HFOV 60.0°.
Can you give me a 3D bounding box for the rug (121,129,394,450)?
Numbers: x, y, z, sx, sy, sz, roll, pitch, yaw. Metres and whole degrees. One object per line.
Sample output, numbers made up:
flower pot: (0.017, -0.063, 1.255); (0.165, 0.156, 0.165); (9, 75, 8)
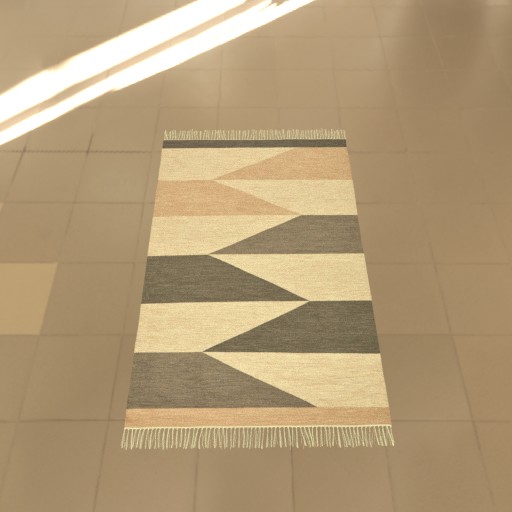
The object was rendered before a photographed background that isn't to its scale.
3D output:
rug: (0.000, 0.000, 2.495); (1.224, 0.027, 2.021); (0, 59, 0)
